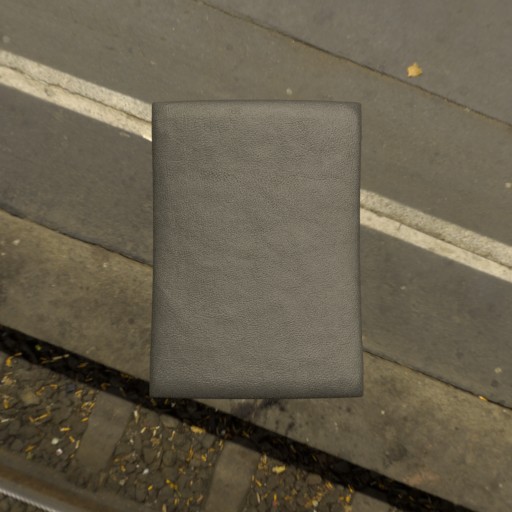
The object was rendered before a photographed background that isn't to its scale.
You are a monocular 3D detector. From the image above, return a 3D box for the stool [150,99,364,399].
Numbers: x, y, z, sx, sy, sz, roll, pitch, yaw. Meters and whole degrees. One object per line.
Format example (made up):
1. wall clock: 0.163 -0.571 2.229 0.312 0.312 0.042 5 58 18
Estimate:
1. stool: 0.000 0.000 1.017 0.361 0.765 0.500 0 88 0
